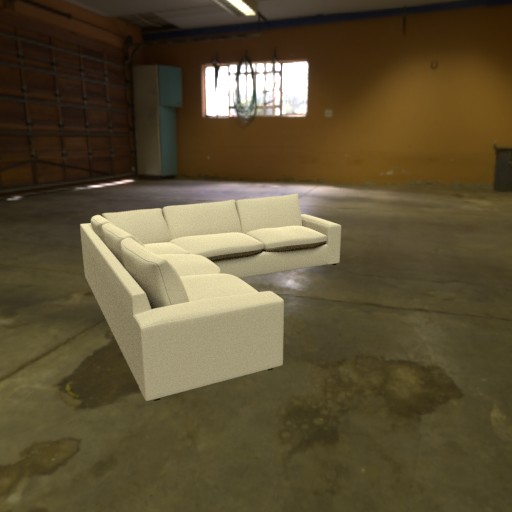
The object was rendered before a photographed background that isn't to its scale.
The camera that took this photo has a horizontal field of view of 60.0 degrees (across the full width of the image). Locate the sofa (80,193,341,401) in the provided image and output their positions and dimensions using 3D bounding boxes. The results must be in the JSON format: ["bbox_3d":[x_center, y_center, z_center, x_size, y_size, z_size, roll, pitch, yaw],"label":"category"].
[{"bbox_3d":[0.000,0.000,4.796,3.206,0.918,3.066,-8,17,-27],"label":"sofa"}]
